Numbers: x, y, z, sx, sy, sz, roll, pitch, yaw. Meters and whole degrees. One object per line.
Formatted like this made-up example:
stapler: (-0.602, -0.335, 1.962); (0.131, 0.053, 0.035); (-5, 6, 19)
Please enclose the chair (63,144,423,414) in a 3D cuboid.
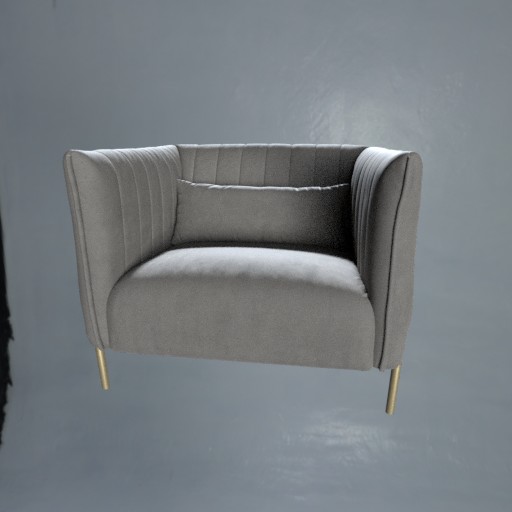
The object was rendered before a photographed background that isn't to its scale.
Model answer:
chair: (0.000, 0.000, 1.600); (0.981, 0.779, 0.873); (2, 15, 8)
